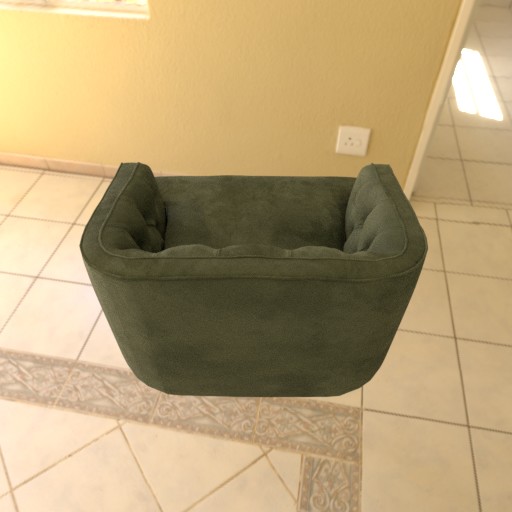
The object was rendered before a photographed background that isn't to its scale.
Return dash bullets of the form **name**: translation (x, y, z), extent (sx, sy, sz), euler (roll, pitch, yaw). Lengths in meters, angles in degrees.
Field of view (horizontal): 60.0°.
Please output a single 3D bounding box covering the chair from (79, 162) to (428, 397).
- **chair**: translation (0.000, 0.000, 1.792), extent (1.104, 0.852, 0.941), euler (0, 48, 0)
